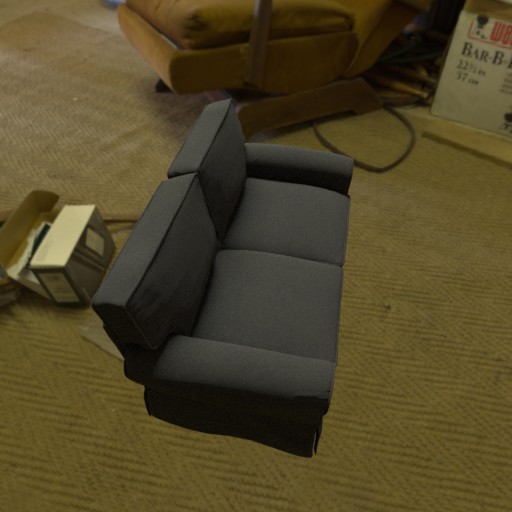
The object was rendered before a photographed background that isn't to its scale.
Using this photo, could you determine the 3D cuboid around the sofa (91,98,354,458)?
[{"bbox_3d":[0.000,0.000,2.469,0.997,1.059,1.801,8,46,8],"label":"sofa"}]
